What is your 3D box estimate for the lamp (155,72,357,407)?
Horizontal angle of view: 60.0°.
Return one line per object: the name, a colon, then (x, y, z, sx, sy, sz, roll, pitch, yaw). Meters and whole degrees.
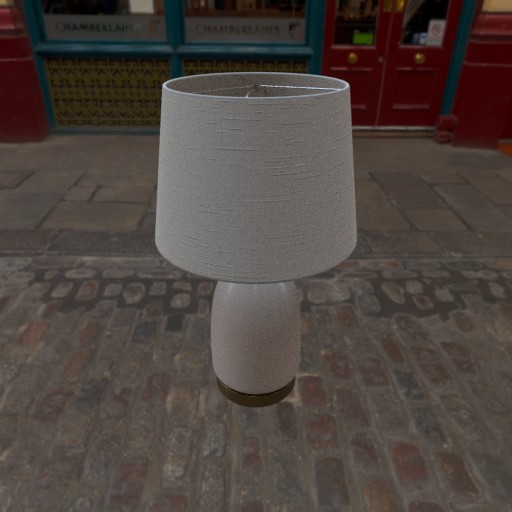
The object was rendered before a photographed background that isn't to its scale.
lamp: (0.000, 0.000, 0.659, 0.285, 0.483, 0.285, 0, 29, 0)
